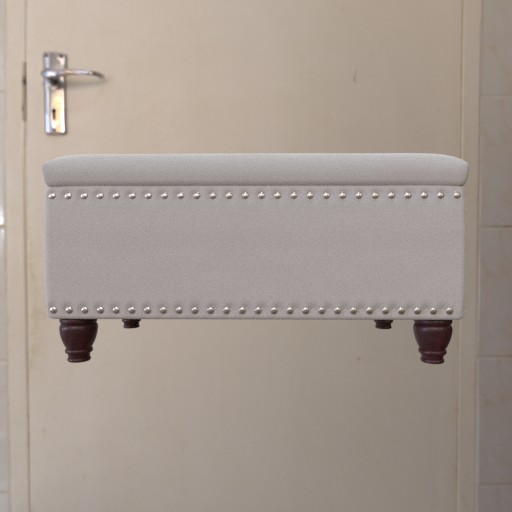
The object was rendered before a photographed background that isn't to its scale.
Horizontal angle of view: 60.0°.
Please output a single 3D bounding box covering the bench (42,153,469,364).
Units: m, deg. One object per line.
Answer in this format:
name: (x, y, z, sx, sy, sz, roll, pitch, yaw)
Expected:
bench: (0.000, 0.000, 1.161, 0.887, 0.449, 0.500, 0, 1, 1)
